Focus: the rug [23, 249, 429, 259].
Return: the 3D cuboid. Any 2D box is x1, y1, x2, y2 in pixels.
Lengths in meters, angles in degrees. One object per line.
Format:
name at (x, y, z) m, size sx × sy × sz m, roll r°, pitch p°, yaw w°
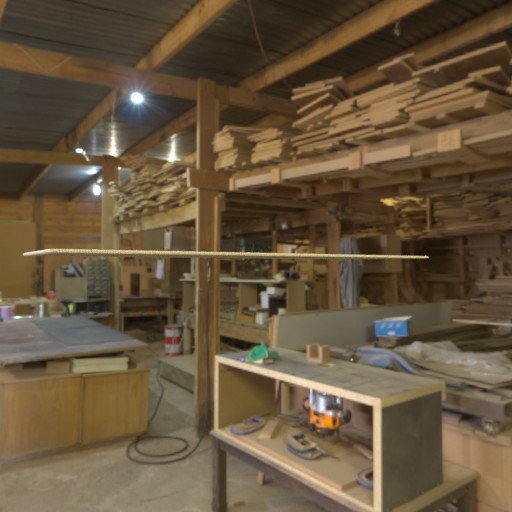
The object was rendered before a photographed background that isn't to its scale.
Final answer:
rug at (0.000, 0.000, 2.513) m, size 2.276 × 0.014 × 0.678 m, roll 1°, pitch -1°, yaw -35°
